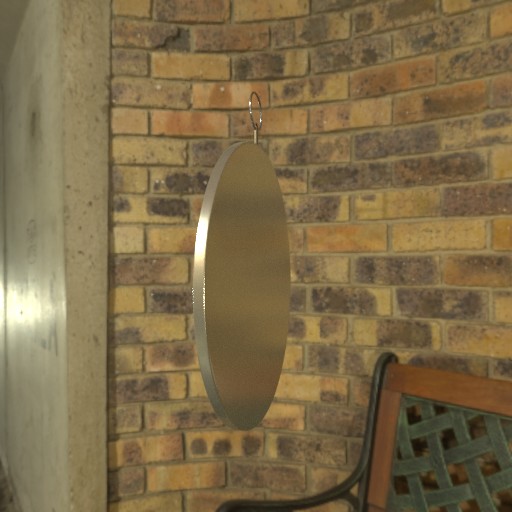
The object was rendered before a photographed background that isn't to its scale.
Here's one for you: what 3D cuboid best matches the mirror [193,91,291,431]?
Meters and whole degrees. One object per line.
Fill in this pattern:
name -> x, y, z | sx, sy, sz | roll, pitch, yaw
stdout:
mirror -> 0.000, 0.000, 0.959 | 0.020, 0.713, 0.594 | 0, -1, 17
